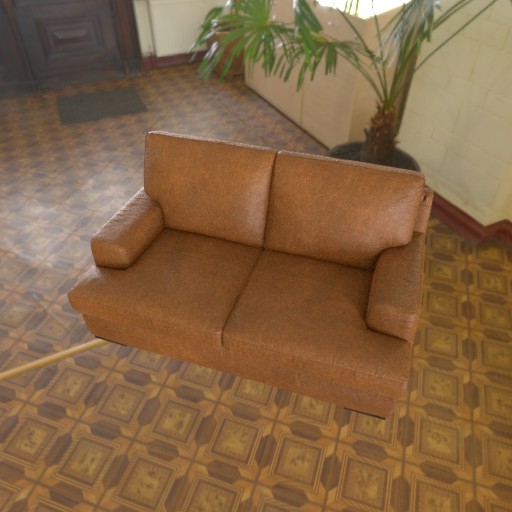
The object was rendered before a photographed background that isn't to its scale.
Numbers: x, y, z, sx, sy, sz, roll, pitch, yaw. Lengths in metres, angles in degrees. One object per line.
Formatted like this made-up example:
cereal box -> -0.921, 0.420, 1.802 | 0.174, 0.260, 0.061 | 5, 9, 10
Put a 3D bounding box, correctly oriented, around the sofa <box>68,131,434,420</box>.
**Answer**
sofa -> 0.000, 0.000, 2.560 | 1.880, 0.966, 1.144 | 12, 43, 13
